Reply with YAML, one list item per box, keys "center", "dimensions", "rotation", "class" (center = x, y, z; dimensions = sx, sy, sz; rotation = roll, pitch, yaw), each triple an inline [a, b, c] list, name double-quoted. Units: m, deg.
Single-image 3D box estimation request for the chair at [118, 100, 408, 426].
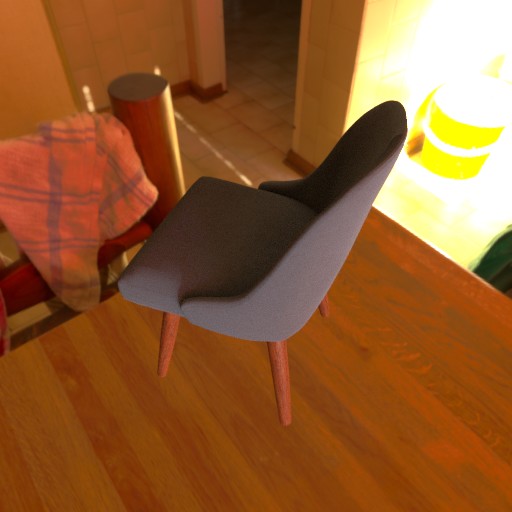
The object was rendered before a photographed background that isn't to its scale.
- center: [0.000, 0.000, 1.195]
  dimensions: [0.589, 0.882, 0.503]
  rotation: [17, 49, 15]
  class: "chair"
